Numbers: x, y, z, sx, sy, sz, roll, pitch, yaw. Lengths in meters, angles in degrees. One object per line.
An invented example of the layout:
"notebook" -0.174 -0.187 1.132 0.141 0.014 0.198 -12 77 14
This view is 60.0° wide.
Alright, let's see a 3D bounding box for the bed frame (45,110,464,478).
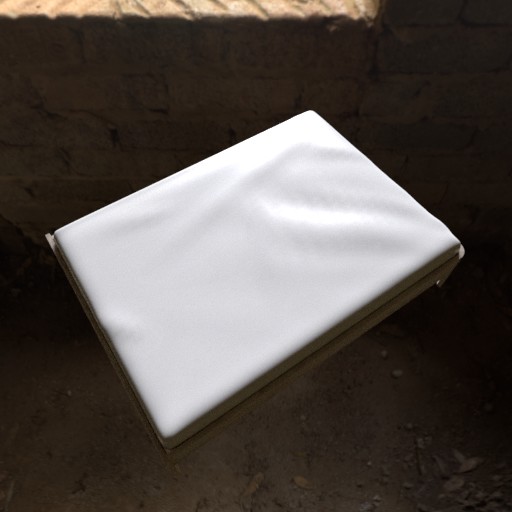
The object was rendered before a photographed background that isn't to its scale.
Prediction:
"bed frame" 0.000 0.000 2.640 1.950 0.462 1.490 -30 62 -18
